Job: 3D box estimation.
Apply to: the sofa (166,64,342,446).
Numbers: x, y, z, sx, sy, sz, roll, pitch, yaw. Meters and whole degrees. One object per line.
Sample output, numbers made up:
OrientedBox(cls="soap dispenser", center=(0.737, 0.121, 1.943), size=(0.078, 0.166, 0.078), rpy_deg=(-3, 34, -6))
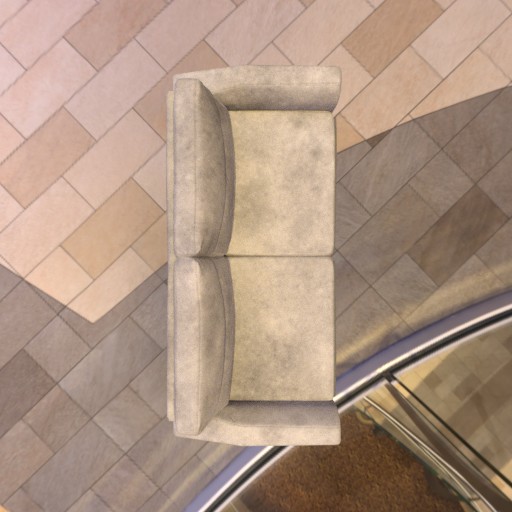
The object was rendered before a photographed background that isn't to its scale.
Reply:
OrientedBox(cls="sofa", center=(0.000, 0.000, 2.292), size=(0.849, 0.859, 1.837), rpy_deg=(0, 91, -1))
